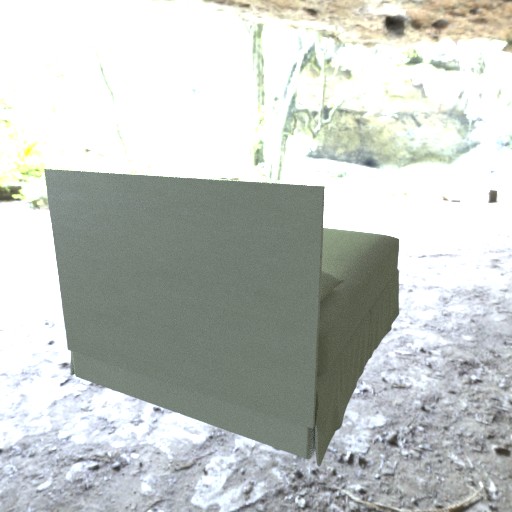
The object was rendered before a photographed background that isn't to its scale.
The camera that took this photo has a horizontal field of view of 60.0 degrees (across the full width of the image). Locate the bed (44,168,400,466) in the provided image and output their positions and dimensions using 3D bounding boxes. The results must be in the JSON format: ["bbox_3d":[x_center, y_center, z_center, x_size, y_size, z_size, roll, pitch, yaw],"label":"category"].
[{"bbox_3d":[0.000,0.000,3.160,1.745,1.335,2.094,8,18,26],"label":"bed"}]
